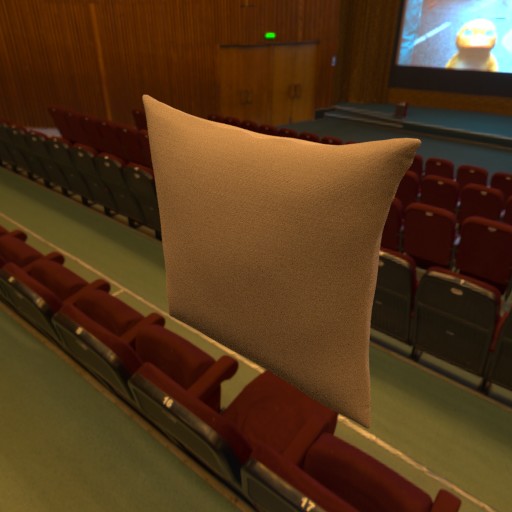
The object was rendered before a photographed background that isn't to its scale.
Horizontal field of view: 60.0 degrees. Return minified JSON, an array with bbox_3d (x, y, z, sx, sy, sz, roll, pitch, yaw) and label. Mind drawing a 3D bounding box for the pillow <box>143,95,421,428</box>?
[{"bbox_3d":[0.000,0.000,0.780,0.512,0.497,0.204,22,36,33],"label":"pillow"}]
